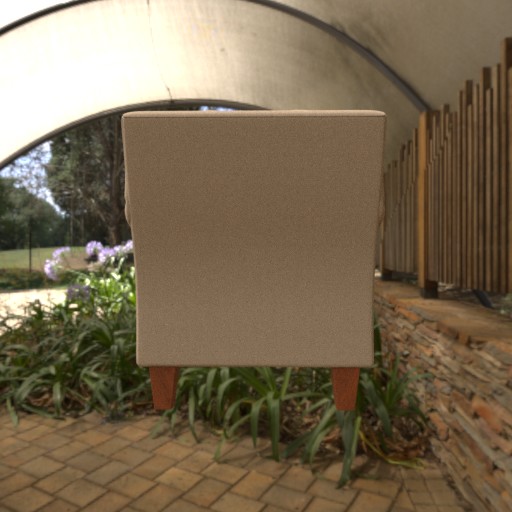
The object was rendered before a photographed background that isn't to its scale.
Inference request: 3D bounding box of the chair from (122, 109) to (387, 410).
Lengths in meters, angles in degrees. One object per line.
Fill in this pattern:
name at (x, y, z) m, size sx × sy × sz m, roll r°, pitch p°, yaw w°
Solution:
chair at (0.000, 0.000, 1.902) m, size 0.895 × 1.076 × 1.078 m, roll 0°, pitch 0°, yaw 1°
